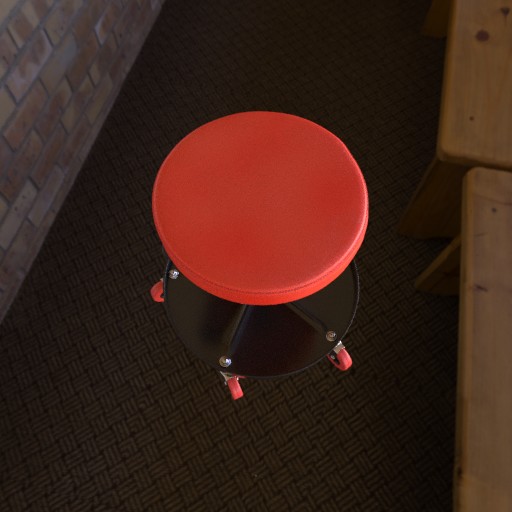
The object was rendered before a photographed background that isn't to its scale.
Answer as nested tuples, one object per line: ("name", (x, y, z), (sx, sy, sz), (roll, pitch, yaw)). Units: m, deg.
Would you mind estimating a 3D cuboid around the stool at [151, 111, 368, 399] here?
("stool", (0.000, 0.000, 0.711), (0.382, 0.365, 0.381), (-17, 65, -8))
